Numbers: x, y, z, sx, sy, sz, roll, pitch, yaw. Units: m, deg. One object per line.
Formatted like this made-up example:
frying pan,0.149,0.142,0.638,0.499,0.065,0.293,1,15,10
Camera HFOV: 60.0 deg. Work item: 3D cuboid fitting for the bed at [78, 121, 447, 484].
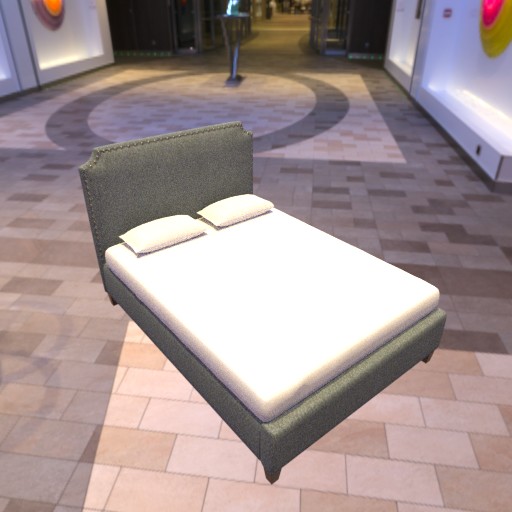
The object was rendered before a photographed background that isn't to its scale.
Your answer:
bed,0.000,0.000,3.426,1.712,1.443,2.372,-22,37,-33
